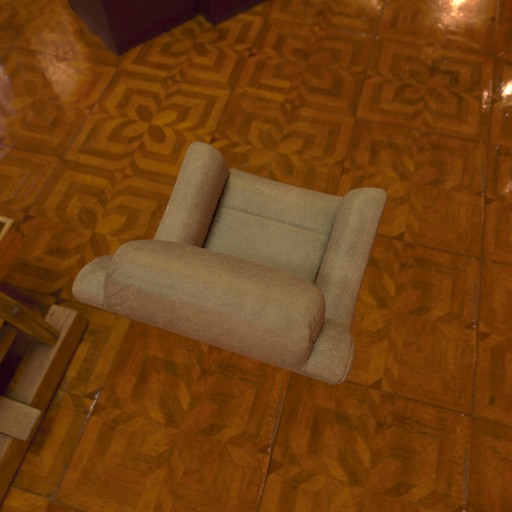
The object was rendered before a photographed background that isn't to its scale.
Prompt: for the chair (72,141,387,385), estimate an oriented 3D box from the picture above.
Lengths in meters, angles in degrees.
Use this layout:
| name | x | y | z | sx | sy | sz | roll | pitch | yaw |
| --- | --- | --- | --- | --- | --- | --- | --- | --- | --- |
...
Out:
| name | x | y | z | sx | sy | sz | roll | pitch | yaw |
| --- | --- | --- | --- | --- | --- | --- | --- | --- | --- |
| chair | 0.000 | 0.000 | 1.920 | 0.965 | 1.116 | 1.068 | 16 | 64 | 8 |
